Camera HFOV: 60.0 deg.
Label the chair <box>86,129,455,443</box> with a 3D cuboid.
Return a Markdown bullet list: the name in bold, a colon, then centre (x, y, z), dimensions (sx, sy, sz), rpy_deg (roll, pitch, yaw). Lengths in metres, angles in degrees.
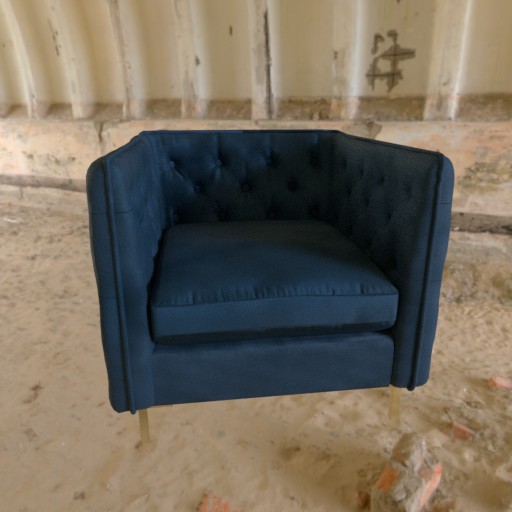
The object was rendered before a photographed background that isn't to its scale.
- **chair**: centre (0.000, 0.000, 1.466), dimensions (0.868, 0.771, 0.877), rpy_deg (-2, 19, -7)
